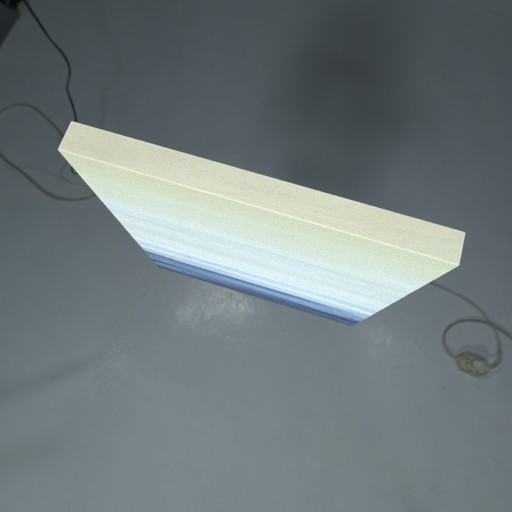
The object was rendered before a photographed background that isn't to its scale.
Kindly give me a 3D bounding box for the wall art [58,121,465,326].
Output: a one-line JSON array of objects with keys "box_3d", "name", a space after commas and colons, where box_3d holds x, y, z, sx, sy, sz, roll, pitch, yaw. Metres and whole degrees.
[{"box_3d": [0.000, 0.000, 0.710, 0.435, 0.511, 0.037, 17, 75, 5], "name": "wall art"}]
